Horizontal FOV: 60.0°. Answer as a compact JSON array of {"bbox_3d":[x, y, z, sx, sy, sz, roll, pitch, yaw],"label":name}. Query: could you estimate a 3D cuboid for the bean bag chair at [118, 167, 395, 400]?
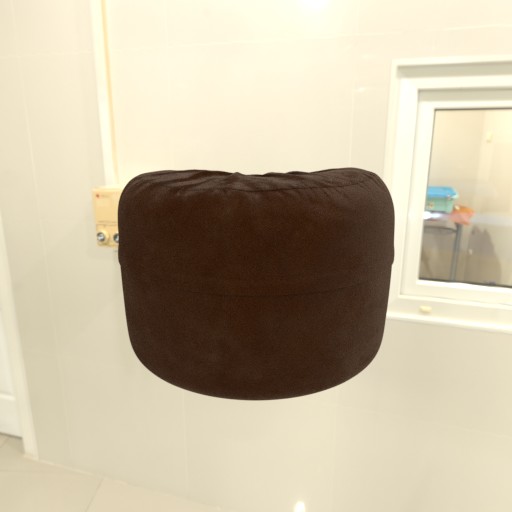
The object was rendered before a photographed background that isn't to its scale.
[{"bbox_3d":[0.000,0.000,1.544,0.918,0.616,0.918,0,16,0],"label":"bean bag chair"}]
